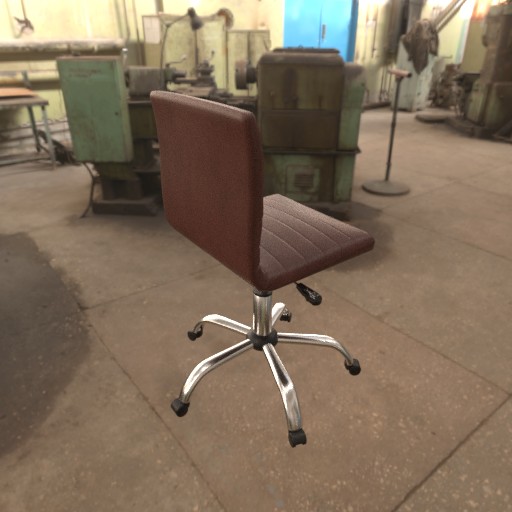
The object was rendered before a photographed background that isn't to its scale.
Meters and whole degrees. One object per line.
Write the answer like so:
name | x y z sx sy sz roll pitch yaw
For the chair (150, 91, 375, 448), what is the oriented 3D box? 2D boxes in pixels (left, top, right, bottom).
chair | 0.000 0.000 1.120 0.530 0.780 0.556 -18 32 -31
